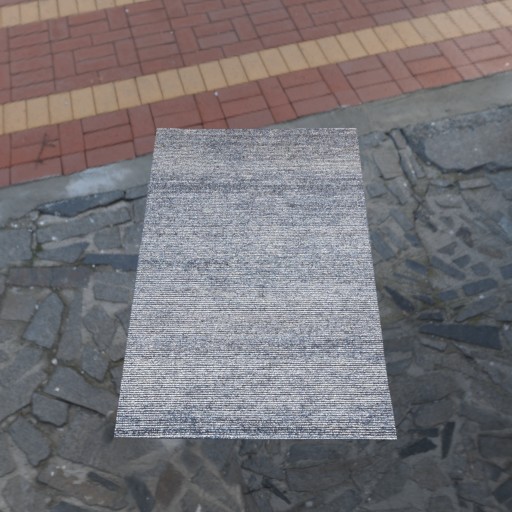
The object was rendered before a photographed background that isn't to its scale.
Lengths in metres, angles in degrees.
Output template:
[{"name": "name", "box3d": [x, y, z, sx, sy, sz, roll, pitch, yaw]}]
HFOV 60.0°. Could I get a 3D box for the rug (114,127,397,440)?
[{"name": "rug", "box3d": [0.000, 0.000, 3.060, 1.624, 0.030, 2.349, 0, 63, 0]}]
